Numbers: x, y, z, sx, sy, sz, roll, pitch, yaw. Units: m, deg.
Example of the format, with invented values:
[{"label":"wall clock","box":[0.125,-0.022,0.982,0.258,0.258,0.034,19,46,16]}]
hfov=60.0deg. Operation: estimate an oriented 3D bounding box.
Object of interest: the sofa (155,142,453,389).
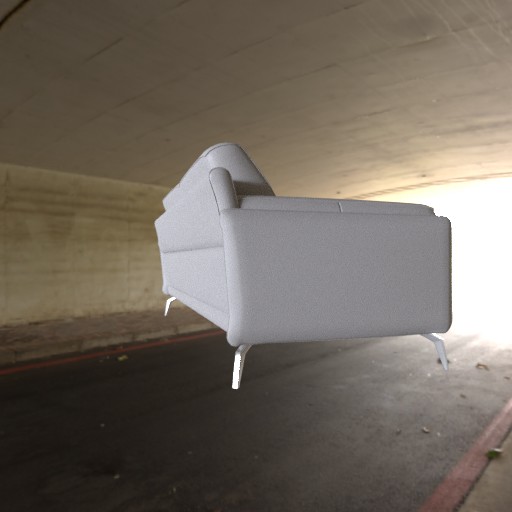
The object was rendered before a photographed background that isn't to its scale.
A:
[{"label":"sofa","box":[0.000,0.000,2.560,1.049,0.930,2.101,0,0,-18]}]
